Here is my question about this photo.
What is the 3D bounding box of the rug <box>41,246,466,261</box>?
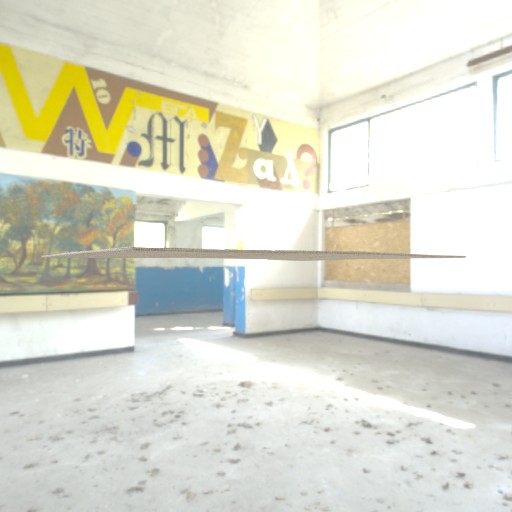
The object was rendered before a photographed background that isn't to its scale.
[{"bbox_3d":[0.000,0.000,2.893,2.283,0.030,1.596,1,-2,-36],"label":"rug"}]
